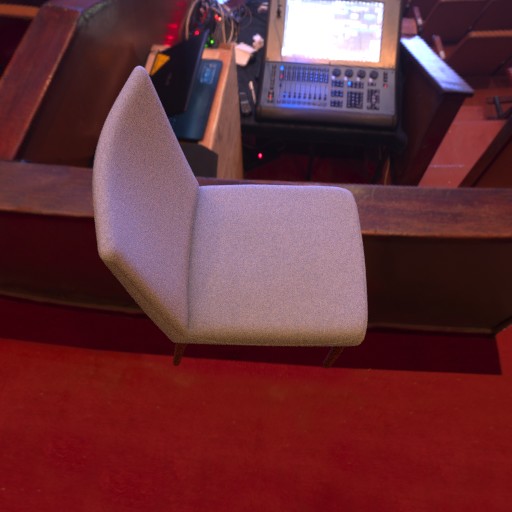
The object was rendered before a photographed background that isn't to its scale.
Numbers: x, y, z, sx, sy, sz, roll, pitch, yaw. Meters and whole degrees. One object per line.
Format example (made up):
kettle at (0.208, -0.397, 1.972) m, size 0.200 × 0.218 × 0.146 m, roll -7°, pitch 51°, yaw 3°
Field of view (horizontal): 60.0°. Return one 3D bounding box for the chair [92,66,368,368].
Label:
chair at (0.000, 0.000, 1.156) m, size 0.570 × 0.859 × 0.456 m, roll 1°, pitch 64°, yaw 0°
